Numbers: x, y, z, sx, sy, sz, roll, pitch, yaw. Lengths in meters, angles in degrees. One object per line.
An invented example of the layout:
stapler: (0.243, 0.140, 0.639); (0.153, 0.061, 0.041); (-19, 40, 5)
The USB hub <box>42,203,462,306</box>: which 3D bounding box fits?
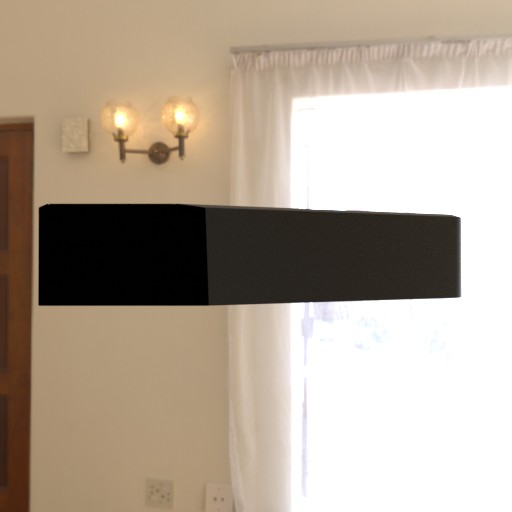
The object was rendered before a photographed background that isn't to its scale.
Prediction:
USB hub: (0.000, 0.000, 0.127); (0.110, 0.023, 0.044); (0, -1, -18)
